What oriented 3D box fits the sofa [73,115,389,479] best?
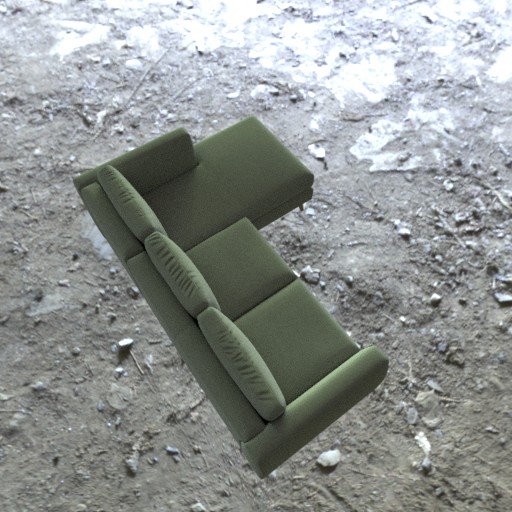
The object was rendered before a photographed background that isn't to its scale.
[{"bbox_3d":[0.000,0.000,3.086,1.580,0.860,2.300,-32,64,-17],"label":"sofa"}]
